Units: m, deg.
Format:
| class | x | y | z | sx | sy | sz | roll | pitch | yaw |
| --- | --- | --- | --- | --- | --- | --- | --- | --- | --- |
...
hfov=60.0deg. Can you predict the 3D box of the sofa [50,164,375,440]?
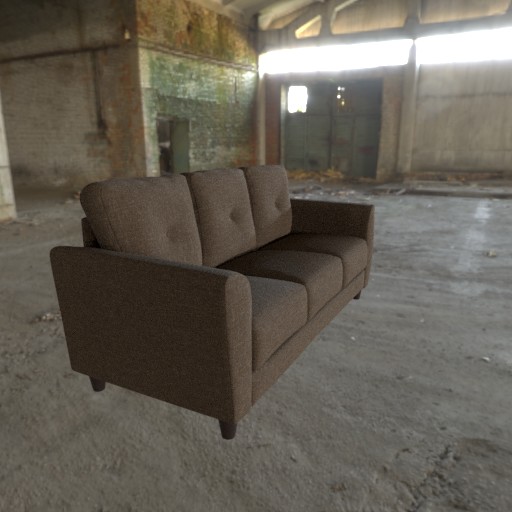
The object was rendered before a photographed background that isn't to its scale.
| class | x | y | z | sx | sy | sz | roll | pitch | yaw |
| --- | --- | --- | --- | --- | --- | --- | --- | --- | --- |
| sofa | 0.000 | 0.000 | 2.345 | 0.837 | 0.891 | 1.847 | 8 | 16 | 27 |
